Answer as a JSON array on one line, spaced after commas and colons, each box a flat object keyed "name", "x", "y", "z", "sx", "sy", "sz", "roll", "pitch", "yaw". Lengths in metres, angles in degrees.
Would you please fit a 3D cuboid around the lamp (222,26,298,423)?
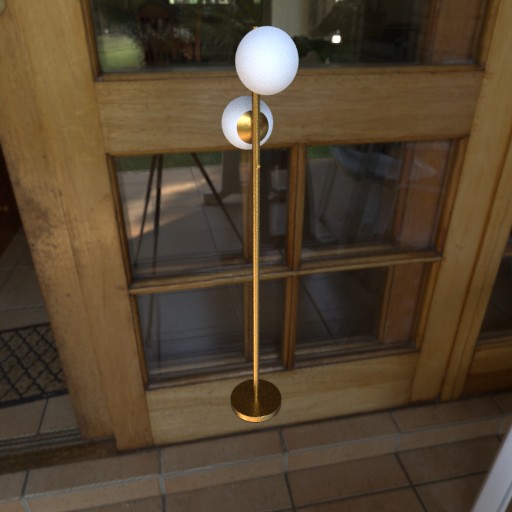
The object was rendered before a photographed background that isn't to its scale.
[{"name": "lamp", "x": 0.000, "y": 0.000, "z": 1.778, "sx": 0.249, "sy": 1.641, "sz": 0.419, "roll": -8, "pitch": 30, "yaw": -15}]
